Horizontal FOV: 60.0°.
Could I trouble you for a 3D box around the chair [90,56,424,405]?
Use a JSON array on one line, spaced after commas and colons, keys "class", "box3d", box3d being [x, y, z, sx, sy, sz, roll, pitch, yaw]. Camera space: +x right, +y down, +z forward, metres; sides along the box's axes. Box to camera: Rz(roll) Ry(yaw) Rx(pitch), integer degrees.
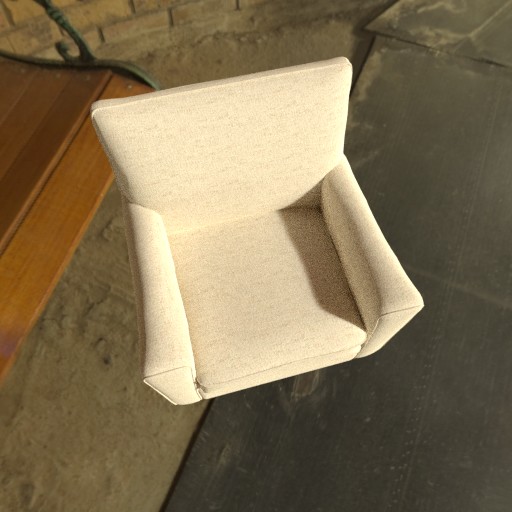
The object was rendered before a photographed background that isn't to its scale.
[{"class": "chair", "box3d": [0.000, 0.000, 1.598, 0.870, 0.943, 0.823, -13, 63, -7]}]
